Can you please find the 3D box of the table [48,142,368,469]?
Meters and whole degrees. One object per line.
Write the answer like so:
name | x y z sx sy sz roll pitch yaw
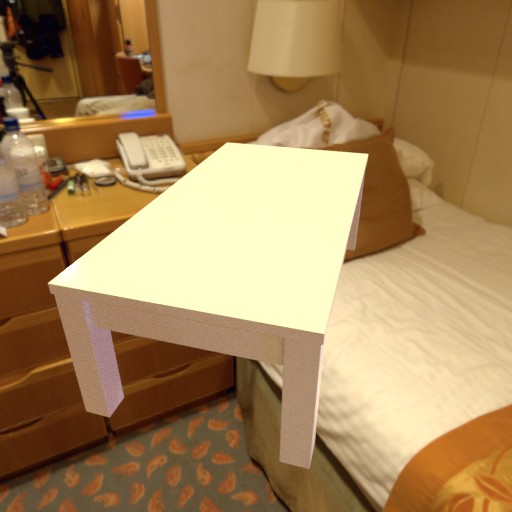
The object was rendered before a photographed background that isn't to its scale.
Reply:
table | 0.000 0.000 1.711 0.700 0.470 1.350 8 31 14
